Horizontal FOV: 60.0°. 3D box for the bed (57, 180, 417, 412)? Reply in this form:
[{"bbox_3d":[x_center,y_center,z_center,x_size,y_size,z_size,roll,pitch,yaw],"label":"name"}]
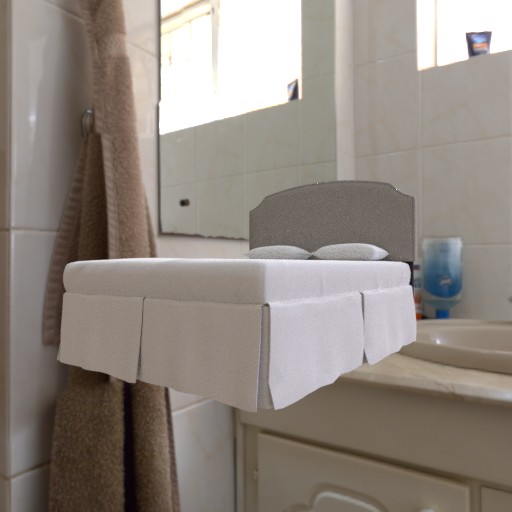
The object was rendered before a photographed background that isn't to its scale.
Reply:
[{"bbox_3d":[0.000,0.000,2.937,1.558,1.270,1.999,-1,-1,36],"label":"bed"}]
